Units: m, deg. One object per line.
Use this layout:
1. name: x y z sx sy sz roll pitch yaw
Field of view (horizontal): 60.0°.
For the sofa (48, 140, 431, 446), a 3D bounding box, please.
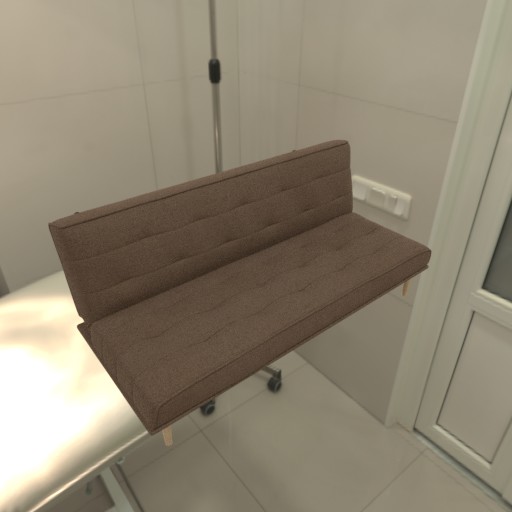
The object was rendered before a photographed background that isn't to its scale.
1. sofa: 0.000 0.000 2.372 1.820 0.810 1.038 -23 39 -32
